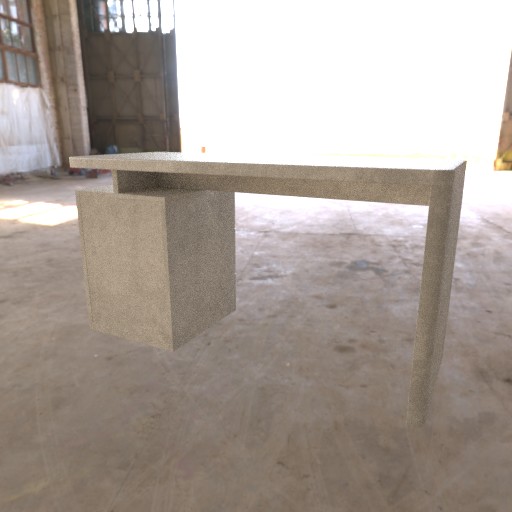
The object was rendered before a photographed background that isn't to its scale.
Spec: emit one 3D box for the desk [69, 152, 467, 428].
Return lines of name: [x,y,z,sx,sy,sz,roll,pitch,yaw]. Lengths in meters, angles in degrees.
desk: [0.000,0.000,1.745,1.400,0.755,0.550,8,17,27]
